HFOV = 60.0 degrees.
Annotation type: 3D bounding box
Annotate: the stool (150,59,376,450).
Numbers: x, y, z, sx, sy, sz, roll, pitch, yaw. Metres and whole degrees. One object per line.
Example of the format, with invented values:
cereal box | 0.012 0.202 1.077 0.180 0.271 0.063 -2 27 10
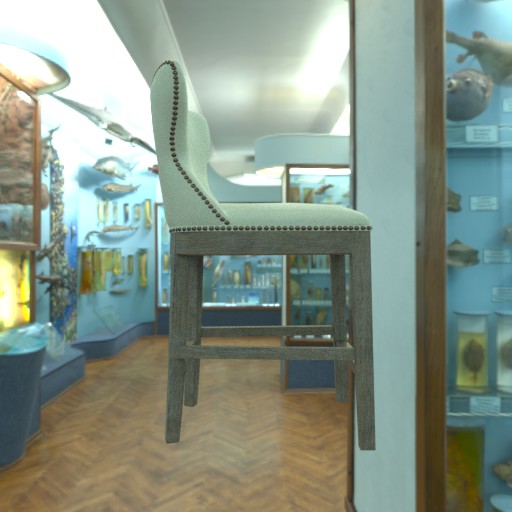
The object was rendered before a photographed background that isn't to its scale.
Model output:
stool | 0.000 0.000 1.317 0.608 0.981 0.498 0 0 1
